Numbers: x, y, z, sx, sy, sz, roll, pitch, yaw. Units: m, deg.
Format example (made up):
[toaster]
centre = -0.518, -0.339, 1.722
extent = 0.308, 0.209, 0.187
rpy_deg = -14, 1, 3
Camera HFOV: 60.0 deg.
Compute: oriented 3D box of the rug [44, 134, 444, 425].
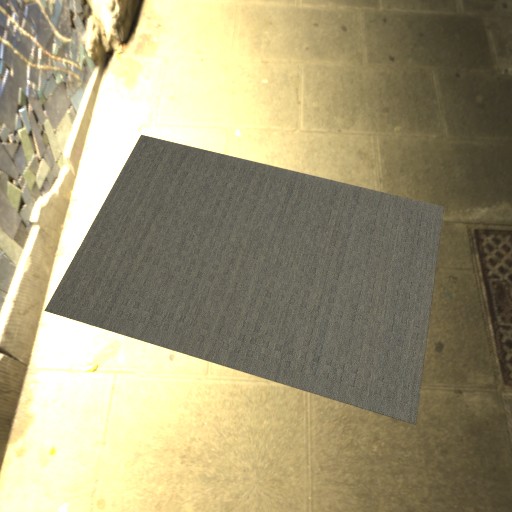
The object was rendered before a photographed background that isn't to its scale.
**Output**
[rug]
centre = 0.000, 0.000, 2.234
extent = 1.752, 0.006, 1.142
rpy_deg = 15, 64, 8
